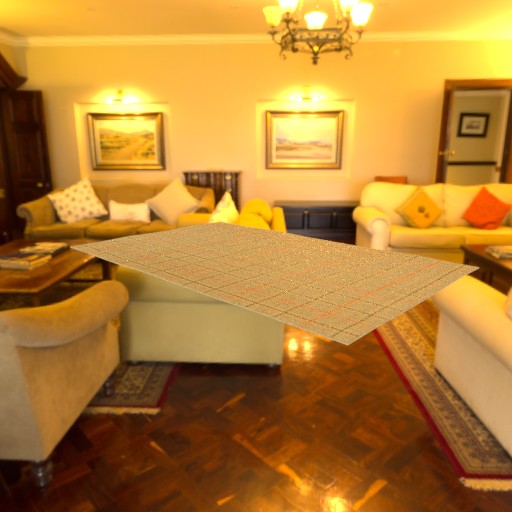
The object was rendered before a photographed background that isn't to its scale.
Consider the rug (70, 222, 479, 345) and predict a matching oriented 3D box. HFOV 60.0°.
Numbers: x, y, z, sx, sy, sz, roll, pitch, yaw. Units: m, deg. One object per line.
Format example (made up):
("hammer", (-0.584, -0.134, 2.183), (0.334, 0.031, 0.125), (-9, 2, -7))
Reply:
("rug", (0.000, 0.000, 3.076), (2.439, 0.015, 1.524), (13, 19, 42))
